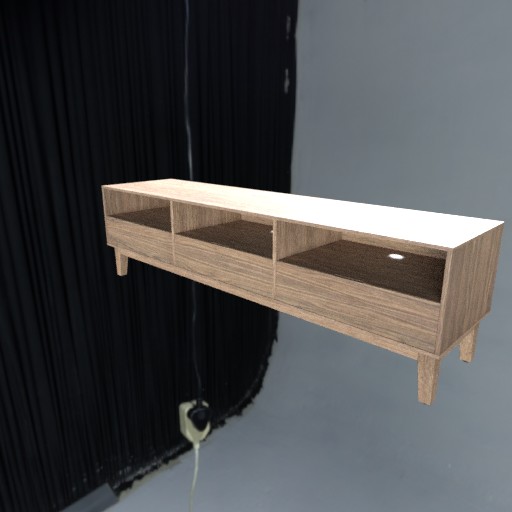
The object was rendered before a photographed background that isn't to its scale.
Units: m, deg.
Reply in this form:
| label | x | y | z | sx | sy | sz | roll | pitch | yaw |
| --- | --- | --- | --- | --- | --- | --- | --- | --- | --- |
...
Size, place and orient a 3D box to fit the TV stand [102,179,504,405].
| label | x | y | z | sx | sy | sz | roll | pitch | yaw |
| --- | --- | --- | --- | --- | --- | --- | --- | --- | --- |
| TV stand | 0.000 | 0.000 | 1.602 | 1.482 | 0.409 | 0.366 | 15 | 22 | 41 |
